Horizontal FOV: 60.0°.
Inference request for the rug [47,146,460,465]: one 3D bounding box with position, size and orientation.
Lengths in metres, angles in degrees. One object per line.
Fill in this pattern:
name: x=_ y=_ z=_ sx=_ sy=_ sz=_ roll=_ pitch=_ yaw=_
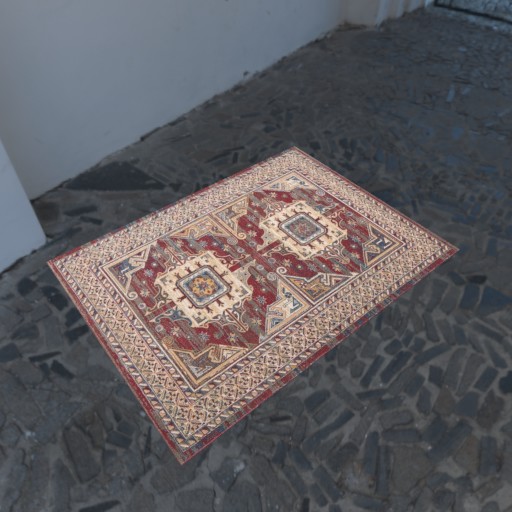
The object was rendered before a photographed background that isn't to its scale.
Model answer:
rug: x=0.000 y=0.000 z=4.275 sx=3.197 sy=0.013 sz=2.381 roll=-30 pitch=53 yaw=-26
